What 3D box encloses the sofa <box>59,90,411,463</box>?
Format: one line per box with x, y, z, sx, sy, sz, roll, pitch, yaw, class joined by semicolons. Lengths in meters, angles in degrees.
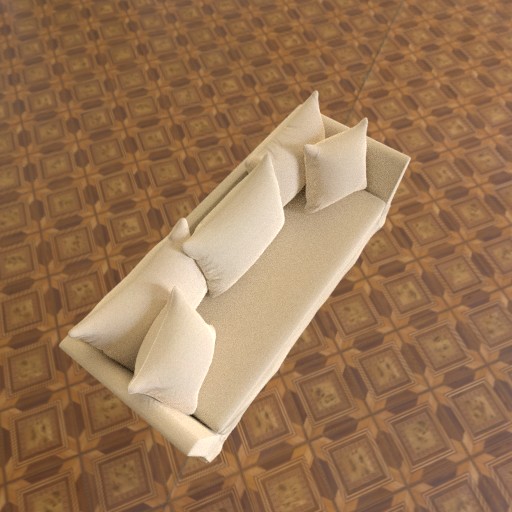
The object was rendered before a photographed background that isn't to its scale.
0.000;0.000;3.055;1.030;1.042;2.484;32;64;18;sofa
